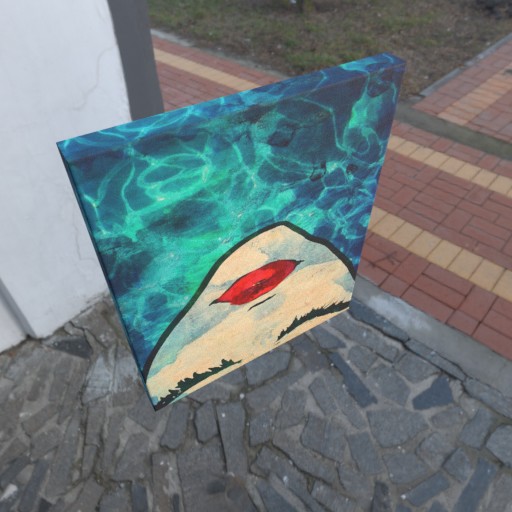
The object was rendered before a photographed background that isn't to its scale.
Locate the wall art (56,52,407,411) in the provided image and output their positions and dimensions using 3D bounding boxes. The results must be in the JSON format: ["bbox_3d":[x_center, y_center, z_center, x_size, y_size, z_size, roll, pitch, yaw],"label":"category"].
[{"bbox_3d":[0.000,0.000,0.677,0.432,0.508,0.038,-24,50,-22],"label":"wall art"}]
